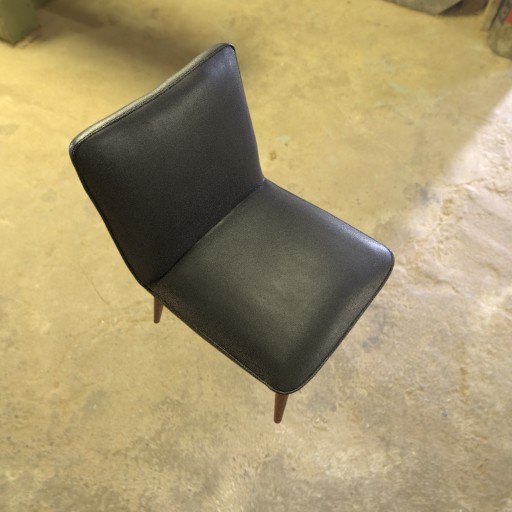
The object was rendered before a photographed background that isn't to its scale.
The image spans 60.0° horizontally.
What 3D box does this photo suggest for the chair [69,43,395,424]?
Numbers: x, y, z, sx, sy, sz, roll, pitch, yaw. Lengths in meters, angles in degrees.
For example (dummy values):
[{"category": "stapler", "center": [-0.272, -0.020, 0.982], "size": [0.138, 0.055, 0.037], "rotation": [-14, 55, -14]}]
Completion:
[{"category": "chair", "center": [0.000, 0.000, 1.193], "size": [0.645, 0.801, 0.543], "rotation": [30, 62, 18]}]
